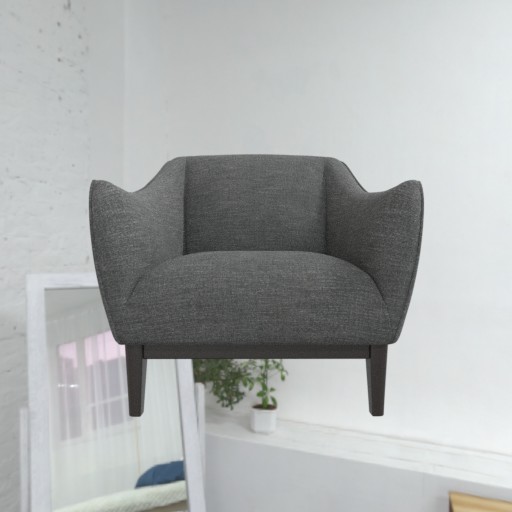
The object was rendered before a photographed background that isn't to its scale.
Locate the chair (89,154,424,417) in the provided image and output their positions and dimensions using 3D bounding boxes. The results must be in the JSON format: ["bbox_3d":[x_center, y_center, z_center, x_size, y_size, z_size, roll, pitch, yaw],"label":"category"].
[{"bbox_3d":[0.000,0.000,1.518,0.870,0.829,0.851,0,1,0],"label":"chair"}]
